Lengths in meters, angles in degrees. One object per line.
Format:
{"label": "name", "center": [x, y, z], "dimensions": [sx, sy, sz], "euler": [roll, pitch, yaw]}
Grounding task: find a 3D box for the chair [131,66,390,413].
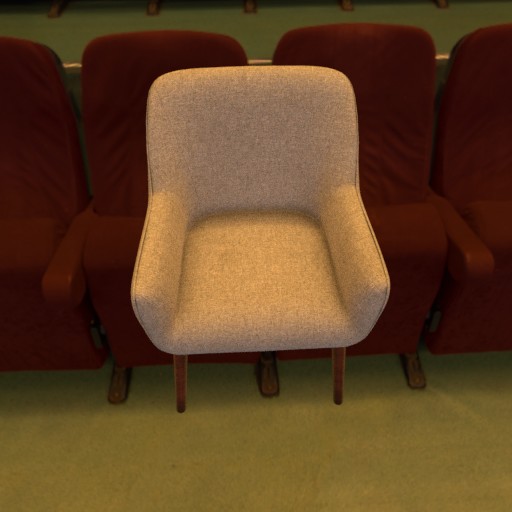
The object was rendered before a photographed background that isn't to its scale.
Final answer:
{"label": "chair", "center": [0.000, 0.000, 1.180], "dimensions": [0.543, 0.803, 0.519], "euler": [-2, 48, -2]}
